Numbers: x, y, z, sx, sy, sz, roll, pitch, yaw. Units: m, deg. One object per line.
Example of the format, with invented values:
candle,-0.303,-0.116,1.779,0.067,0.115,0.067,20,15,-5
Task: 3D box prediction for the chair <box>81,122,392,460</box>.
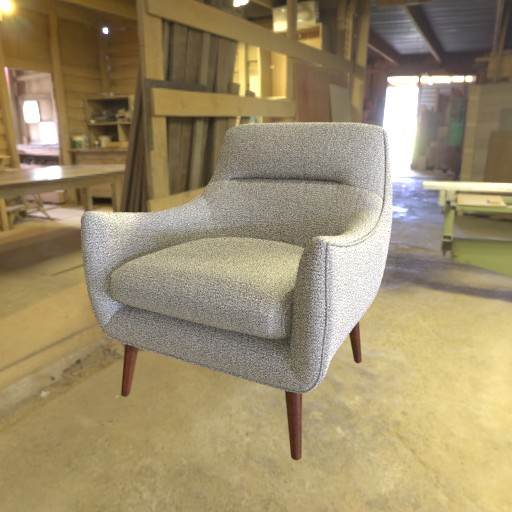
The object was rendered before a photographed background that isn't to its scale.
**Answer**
chair,0.000,0.000,1.435,0.762,0.838,0.787,8,18,27
